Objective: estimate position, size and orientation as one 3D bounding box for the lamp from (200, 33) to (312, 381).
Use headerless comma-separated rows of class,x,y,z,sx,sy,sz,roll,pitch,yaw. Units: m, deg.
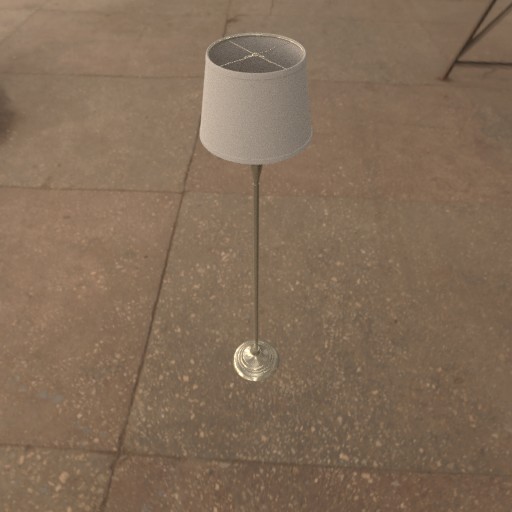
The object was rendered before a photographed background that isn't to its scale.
lamp,0.000,0.000,1.670,0.327,1.506,0.327,4,47,4
